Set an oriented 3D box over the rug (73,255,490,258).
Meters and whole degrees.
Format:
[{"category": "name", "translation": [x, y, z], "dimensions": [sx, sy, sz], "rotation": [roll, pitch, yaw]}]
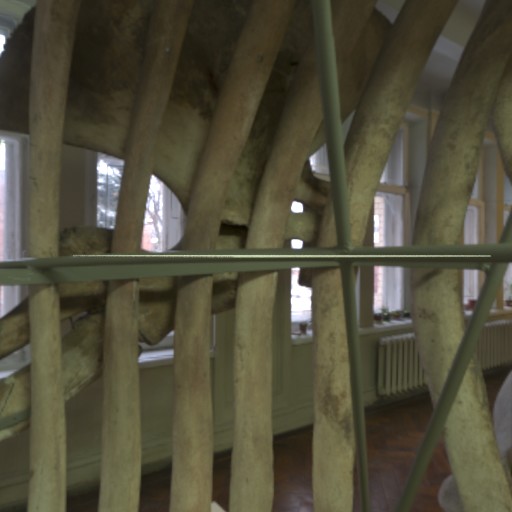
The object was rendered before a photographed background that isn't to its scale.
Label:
[{"category": "rug", "translation": [0.000, 0.000, 4.036], "dimensions": [2.453, 0.010, 3.037], "rotation": [0, 0, -36]}]
